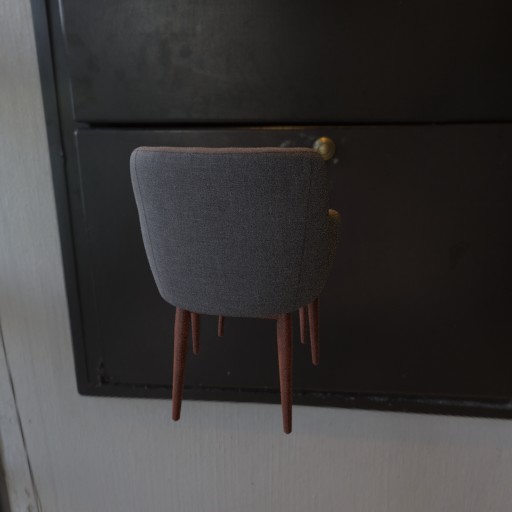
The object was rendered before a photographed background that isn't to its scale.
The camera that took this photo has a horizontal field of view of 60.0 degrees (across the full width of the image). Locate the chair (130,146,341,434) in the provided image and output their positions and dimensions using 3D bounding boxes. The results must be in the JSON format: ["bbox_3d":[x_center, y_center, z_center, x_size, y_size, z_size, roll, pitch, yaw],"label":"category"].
[{"bbox_3d":[0.000,0.000,1.593,0.584,0.799,1.107,3,16,10],"label":"chair"}]
